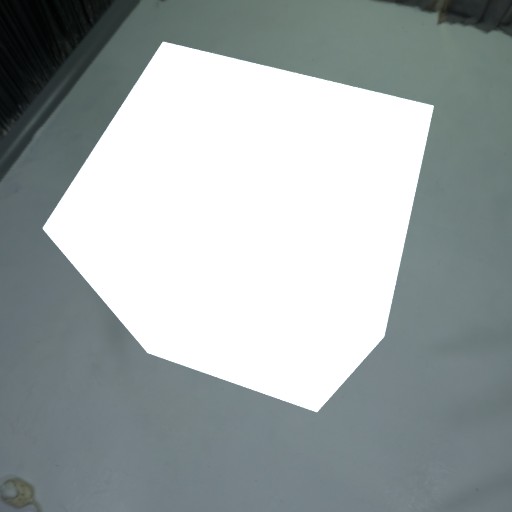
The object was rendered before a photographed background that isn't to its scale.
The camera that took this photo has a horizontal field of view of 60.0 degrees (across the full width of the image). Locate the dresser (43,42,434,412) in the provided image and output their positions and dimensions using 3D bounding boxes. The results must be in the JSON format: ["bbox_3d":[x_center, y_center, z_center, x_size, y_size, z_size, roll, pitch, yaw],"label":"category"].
[{"bbox_3d":[0.000,0.000,0.810,0.400,0.560,0.360,17,64,8],"label":"dresser"}]
